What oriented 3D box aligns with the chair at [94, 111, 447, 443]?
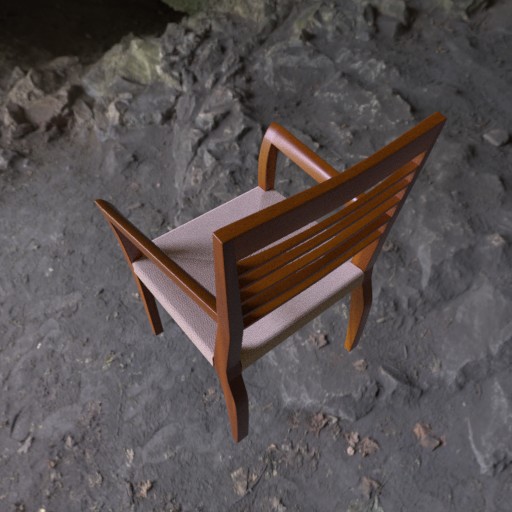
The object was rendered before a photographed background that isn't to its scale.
[{"bbox_3d":[0.000,0.000,1.199,0.587,0.855,0.540,-31,54,-26],"label":"chair"}]
